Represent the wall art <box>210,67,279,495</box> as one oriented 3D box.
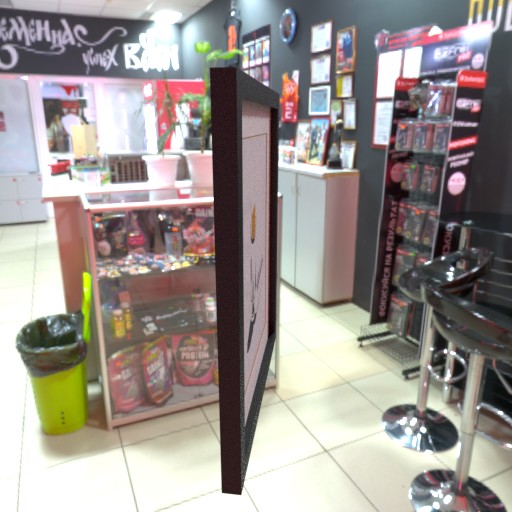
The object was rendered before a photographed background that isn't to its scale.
[{"bbox_3d":[0.000,0.000,0.528,0.019,0.381,0.330,2,17,8],"label":"wall art"}]
